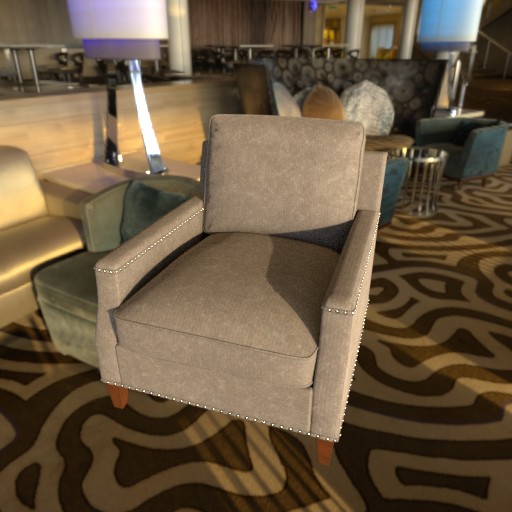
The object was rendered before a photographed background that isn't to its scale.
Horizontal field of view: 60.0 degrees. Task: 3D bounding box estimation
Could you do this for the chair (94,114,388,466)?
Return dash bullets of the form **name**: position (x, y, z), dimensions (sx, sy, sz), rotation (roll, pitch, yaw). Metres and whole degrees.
- **chair**: position (0.000, 0.000, 1.715), dimensions (0.853, 0.948, 1.014), rotation (8, 26, 17)
